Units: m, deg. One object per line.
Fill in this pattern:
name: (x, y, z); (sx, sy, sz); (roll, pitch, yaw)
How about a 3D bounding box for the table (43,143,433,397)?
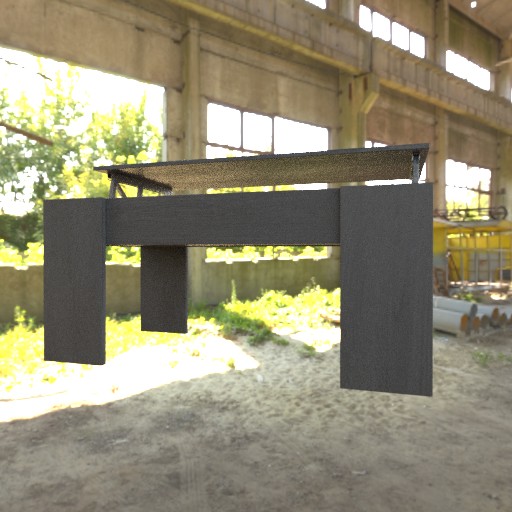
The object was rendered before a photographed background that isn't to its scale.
table: (0.000, 0.000, 1.394); (1.000, 0.570, 0.711); (0, 0, 18)
